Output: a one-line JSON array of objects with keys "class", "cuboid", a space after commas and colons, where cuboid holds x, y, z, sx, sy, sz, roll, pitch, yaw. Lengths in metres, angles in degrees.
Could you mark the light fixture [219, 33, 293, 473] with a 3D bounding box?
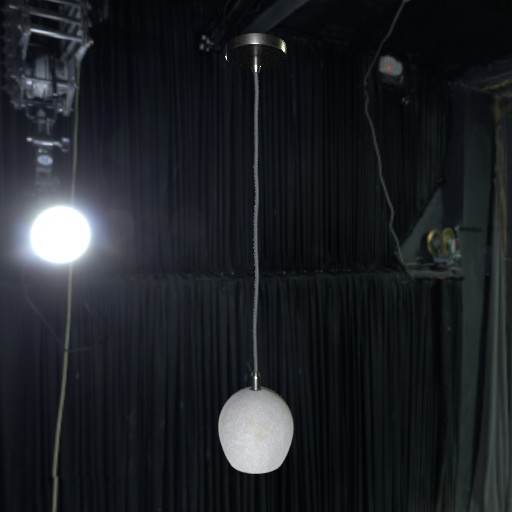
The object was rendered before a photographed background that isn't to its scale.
[{"class": "light fixture", "cuboid": [0.000, 0.000, 0.820, 0.139, 0.764, 0.139, -1, 2, -36]}]
